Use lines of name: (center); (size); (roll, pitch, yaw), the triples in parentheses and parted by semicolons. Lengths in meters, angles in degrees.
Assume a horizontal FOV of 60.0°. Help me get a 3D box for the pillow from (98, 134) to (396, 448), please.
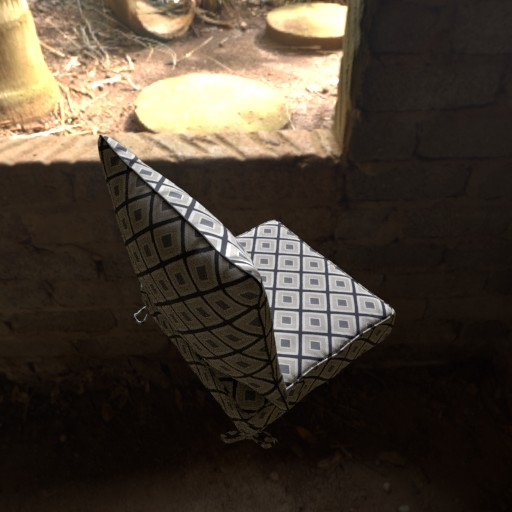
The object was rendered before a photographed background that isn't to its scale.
pillow: (0.000, 0.000, 1.419); (0.733, 0.722, 0.798); (-27, 48, -27)
